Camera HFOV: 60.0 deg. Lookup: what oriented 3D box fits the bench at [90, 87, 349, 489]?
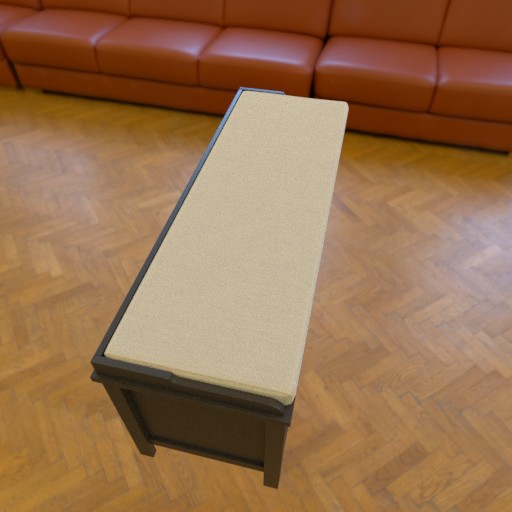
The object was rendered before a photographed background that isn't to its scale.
[{"bbox_3d":[0.000,0.000,1.360,0.398,0.501,1.140,10,48,9],"label":"bench"}]
